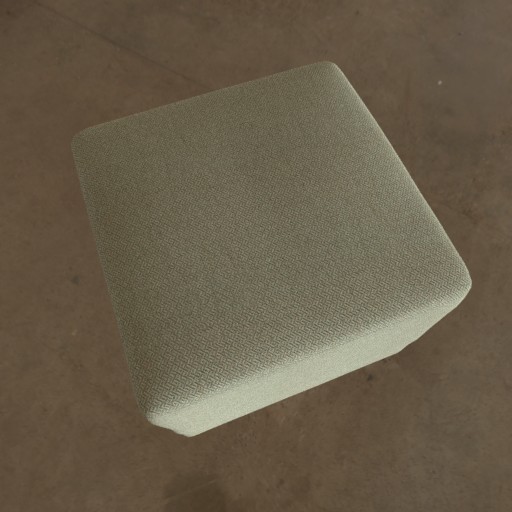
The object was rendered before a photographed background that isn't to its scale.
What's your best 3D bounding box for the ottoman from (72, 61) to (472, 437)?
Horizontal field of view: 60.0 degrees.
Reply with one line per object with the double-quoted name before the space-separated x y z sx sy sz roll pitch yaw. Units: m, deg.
"ottoman" 0.000 0.000 0.878 0.521 0.453 0.512 -19 66 -9
